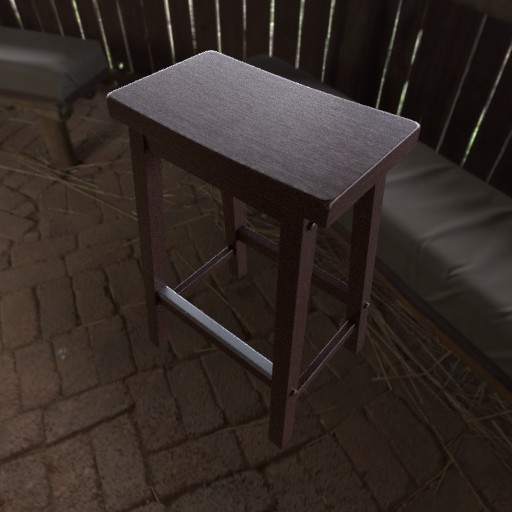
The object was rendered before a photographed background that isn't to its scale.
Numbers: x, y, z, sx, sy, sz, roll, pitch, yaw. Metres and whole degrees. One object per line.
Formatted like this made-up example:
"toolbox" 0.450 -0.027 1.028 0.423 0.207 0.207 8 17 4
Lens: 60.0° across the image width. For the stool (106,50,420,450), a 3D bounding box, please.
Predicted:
"stool" 0.000 0.000 0.856 0.406 0.610 0.322 31 53 27
